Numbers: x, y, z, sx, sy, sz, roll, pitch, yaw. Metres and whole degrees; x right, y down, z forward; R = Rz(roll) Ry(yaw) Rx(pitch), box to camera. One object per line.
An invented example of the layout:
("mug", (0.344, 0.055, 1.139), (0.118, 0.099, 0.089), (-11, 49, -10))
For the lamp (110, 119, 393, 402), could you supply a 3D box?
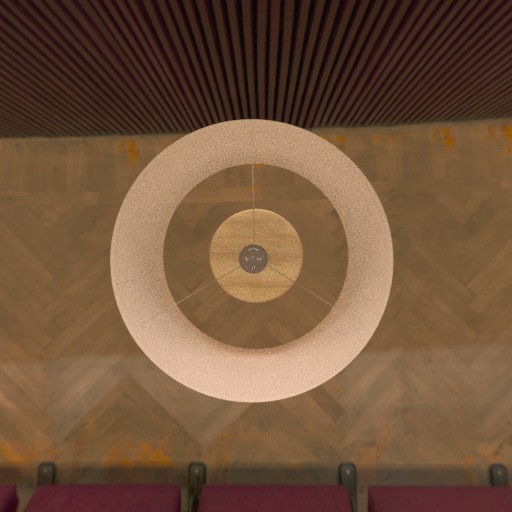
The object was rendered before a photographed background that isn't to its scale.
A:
("lamp", (0.000, 0.000, 0.575), (0.228, 0.444, 0.228), (0, 91, 1))
